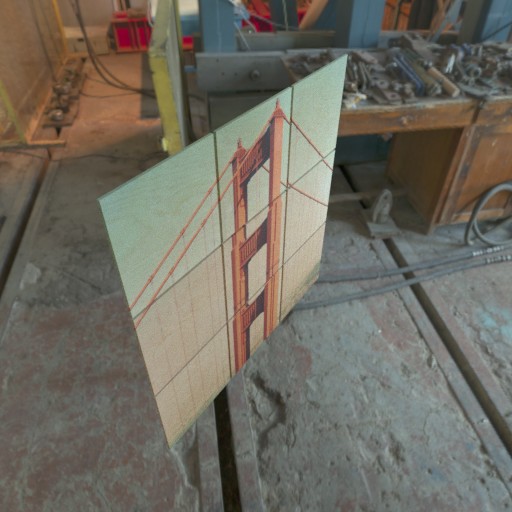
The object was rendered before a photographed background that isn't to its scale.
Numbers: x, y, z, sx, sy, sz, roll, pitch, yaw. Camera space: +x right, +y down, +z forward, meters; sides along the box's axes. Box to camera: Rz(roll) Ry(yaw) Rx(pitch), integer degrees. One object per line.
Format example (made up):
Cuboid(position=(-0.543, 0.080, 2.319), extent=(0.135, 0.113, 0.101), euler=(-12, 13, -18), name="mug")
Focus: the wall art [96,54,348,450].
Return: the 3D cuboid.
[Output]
Cuboid(position=(0.000, 0.000, 2.198), extent=(0.013, 1.523, 1.517), euler=(25, 48, 26), name="wall art")
